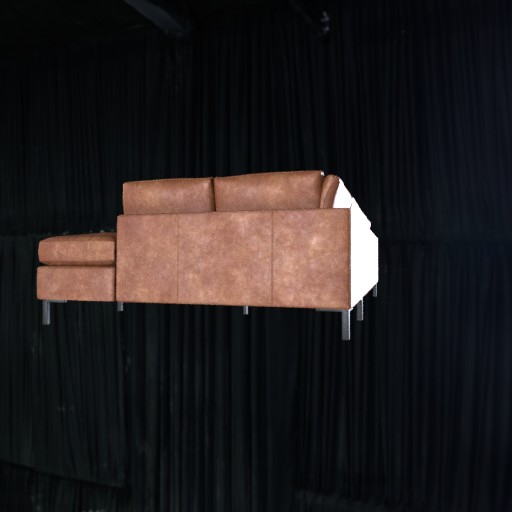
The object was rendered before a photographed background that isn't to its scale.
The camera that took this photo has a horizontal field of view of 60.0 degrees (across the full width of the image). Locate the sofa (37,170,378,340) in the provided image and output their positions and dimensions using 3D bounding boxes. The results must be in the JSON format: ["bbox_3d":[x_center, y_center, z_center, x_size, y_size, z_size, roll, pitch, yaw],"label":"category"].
[{"bbox_3d":[0.000,0.000,3.873,1.938,0.877,2.984,0,-1,18],"label":"sofa"}]
